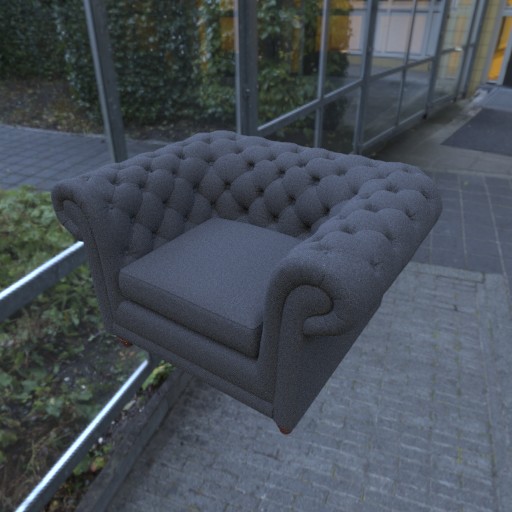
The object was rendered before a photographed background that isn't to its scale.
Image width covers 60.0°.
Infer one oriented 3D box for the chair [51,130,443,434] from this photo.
[{"bbox_3d":[0.000,0.000,1.874,1.270,0.770,0.976,19,35,29],"label":"chair"}]
